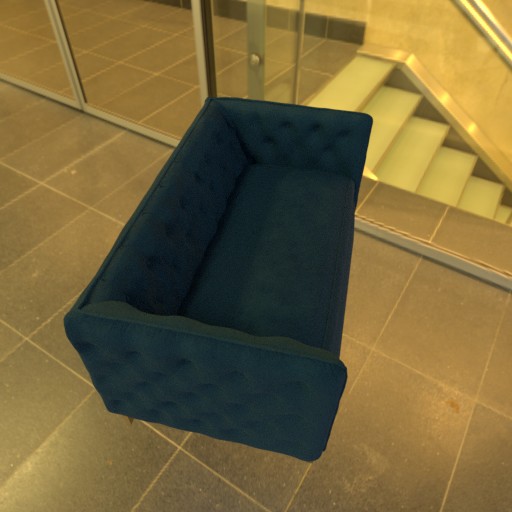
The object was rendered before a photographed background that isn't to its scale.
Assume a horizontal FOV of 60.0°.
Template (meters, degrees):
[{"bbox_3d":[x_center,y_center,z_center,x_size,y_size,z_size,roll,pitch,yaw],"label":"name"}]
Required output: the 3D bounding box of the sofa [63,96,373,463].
[{"bbox_3d":[0.000,0.000,2.085,0.909,0.810,1.583,10,47,9],"label":"sofa"}]
